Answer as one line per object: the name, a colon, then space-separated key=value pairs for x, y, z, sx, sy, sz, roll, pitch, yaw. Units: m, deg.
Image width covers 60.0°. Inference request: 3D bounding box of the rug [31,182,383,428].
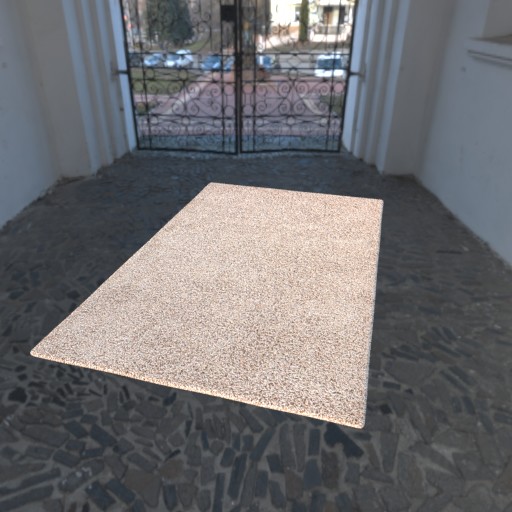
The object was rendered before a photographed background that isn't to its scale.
rug: x=0.000 y=0.000 z=3.334 sx=1.778 sy=0.030 sz=2.743 roll=8 pitch=30 yaw=14
